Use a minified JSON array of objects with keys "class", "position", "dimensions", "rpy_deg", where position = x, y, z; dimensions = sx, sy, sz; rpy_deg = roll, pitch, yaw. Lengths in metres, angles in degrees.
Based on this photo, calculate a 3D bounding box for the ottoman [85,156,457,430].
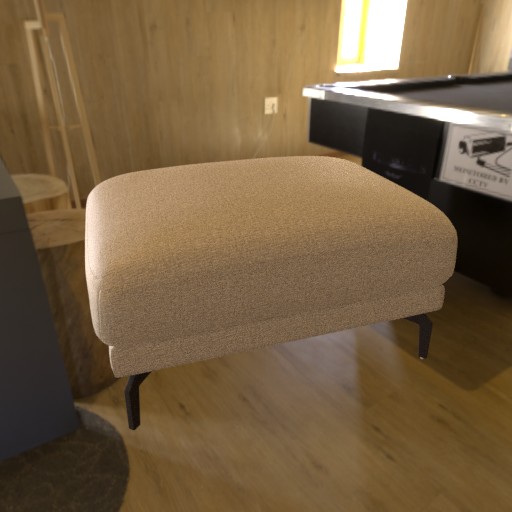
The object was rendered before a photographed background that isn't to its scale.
[{"class":"ottoman","position":[0.000,0.000,1.103],"dimensions":[0.772,0.420,0.568],"rpy_deg":[-9,28,-16]}]
